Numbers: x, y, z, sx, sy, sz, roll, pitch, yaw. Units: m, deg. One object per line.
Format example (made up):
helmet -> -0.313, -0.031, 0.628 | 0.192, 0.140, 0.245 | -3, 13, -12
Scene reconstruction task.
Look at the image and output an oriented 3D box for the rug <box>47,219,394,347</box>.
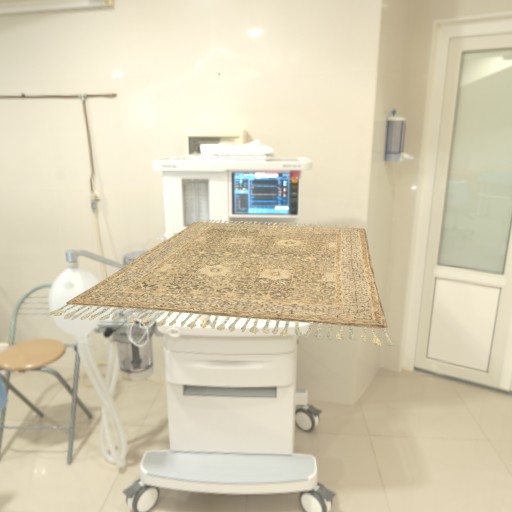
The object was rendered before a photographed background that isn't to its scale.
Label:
rug -> 0.000, 0.000, 3.120 | 1.619, 0.023, 2.465 | 3, 16, 10
